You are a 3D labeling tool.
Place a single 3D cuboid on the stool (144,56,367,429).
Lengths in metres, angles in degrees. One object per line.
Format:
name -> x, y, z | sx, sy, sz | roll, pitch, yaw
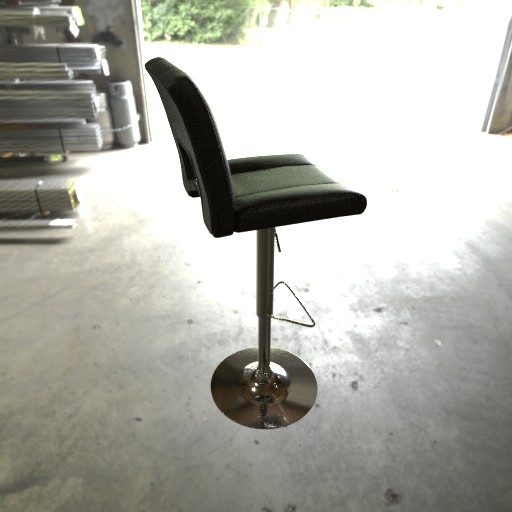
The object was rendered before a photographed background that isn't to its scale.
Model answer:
stool -> 0.000, 0.000, 1.405 | 0.520, 1.151, 0.415 | -10, 32, -17
